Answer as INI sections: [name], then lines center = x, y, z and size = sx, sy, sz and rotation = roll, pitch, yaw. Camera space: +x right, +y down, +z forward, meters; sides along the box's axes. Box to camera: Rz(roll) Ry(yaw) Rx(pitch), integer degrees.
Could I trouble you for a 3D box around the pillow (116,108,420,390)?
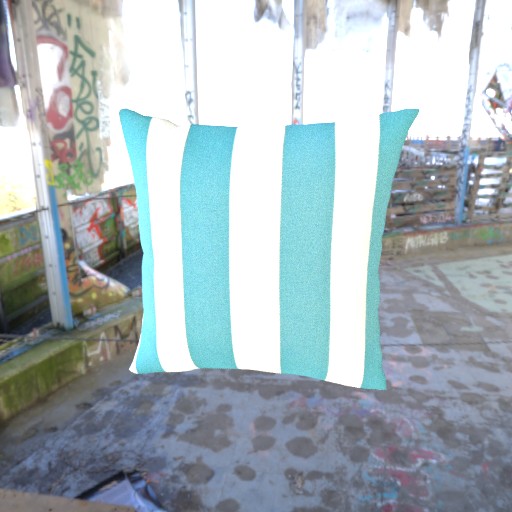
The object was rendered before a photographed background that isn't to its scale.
[pillow]
center = 0.000, 0.000, 0.829
size = 0.536, 0.526, 0.189
rotation = 2, 16, 8
